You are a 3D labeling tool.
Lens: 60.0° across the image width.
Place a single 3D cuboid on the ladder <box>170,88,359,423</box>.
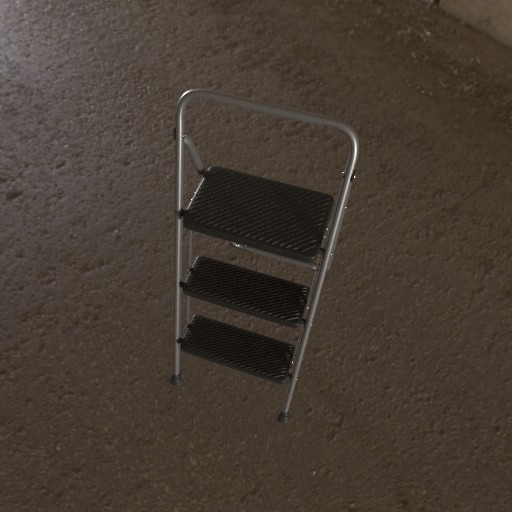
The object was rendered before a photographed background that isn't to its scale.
[{"bbox_3d":[0.000,0.000,1.271,0.430,0.945,0.629,16,59,10],"label":"ladder"}]
